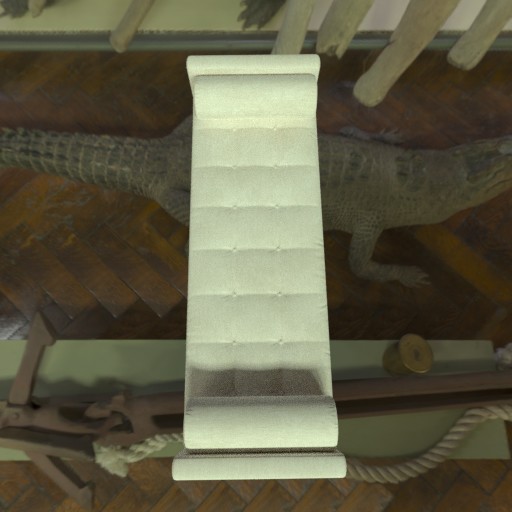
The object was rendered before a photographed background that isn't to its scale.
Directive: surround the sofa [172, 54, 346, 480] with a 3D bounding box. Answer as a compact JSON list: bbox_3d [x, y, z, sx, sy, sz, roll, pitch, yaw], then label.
[{"bbox_3d":[0.000,0.000,2.280,0.686,0.635,1.981,-1,74,0],"label":"sofa"}]
